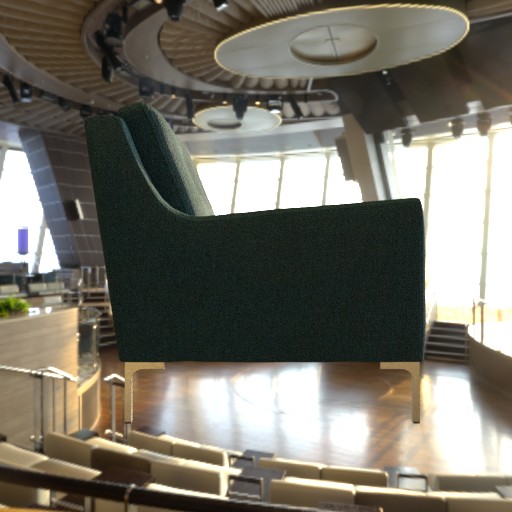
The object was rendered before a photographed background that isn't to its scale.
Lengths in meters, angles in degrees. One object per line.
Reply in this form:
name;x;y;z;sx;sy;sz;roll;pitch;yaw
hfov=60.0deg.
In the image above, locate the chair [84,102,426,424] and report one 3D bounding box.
chair;0.000;0.000;1.491;0.849;0.828;0.847;0;0;0
